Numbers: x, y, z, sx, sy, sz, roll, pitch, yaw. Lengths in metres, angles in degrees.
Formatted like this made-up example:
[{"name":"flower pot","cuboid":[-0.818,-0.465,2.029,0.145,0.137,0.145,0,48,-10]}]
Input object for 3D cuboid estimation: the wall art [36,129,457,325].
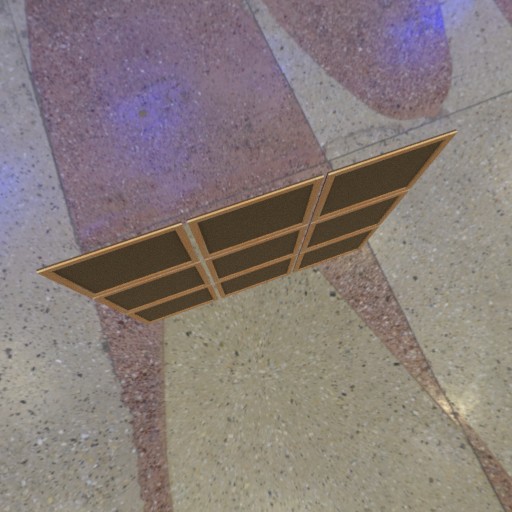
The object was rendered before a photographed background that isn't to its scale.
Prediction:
[{"name":"wall art","cuboid":[0.000,0.000,2.246,1.520,1.525,0.013,-19,76,-5]}]
